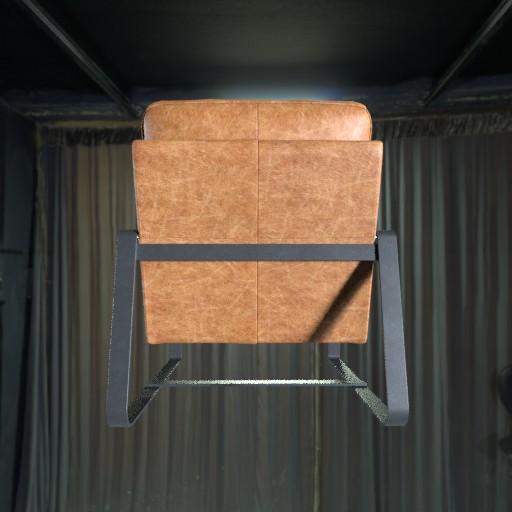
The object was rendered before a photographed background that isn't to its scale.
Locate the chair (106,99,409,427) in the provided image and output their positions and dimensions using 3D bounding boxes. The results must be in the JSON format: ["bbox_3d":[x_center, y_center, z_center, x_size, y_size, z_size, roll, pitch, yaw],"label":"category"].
[{"bbox_3d":[0.000,0.000,1.357,0.651,0.777,0.801,0,-2,-1],"label":"chair"}]
